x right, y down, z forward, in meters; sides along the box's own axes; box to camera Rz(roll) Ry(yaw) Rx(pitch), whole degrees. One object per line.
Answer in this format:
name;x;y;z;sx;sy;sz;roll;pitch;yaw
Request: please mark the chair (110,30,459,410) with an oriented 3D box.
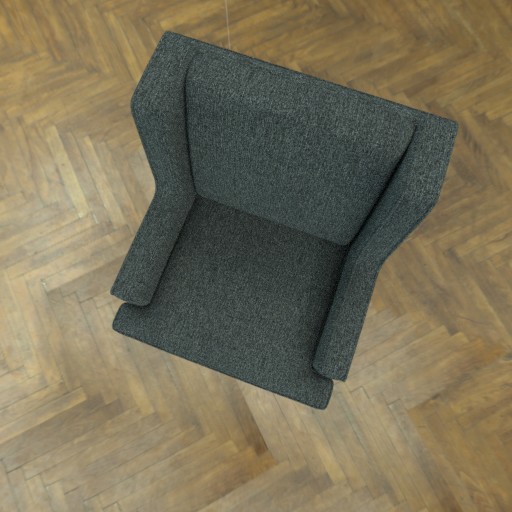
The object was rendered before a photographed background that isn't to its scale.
chair;0.000;0.000;1.732;0.942;1.082;0.927;20;77;5
